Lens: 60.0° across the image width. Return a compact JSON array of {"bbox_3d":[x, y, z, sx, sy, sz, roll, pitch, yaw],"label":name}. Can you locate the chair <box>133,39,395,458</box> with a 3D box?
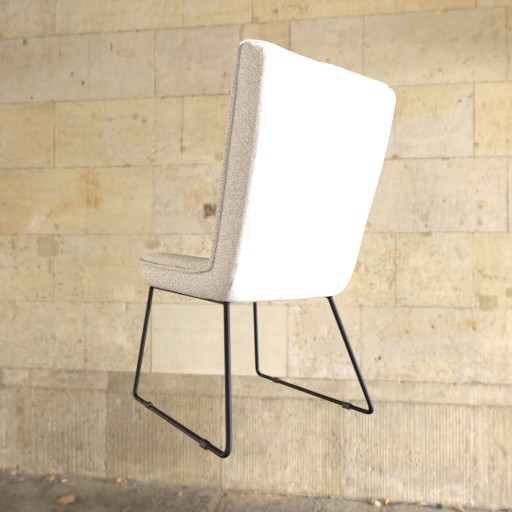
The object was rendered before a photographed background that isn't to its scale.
[{"bbox_3d":[0.000,0.000,1.328,0.515,0.930,0.688,1,-1,-36],"label":"chair"}]
